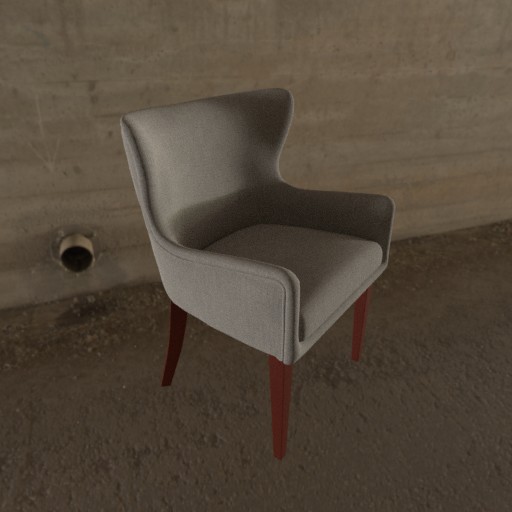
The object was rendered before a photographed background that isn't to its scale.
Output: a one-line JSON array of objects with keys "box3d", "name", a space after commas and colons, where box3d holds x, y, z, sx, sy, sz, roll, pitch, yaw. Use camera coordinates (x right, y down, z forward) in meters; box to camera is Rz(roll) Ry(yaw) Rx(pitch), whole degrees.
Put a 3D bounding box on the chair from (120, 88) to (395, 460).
[{"box3d": [0.000, 0.000, 1.447, 0.677, 0.948, 0.732, 18, 33, 31], "name": "chair"}]
